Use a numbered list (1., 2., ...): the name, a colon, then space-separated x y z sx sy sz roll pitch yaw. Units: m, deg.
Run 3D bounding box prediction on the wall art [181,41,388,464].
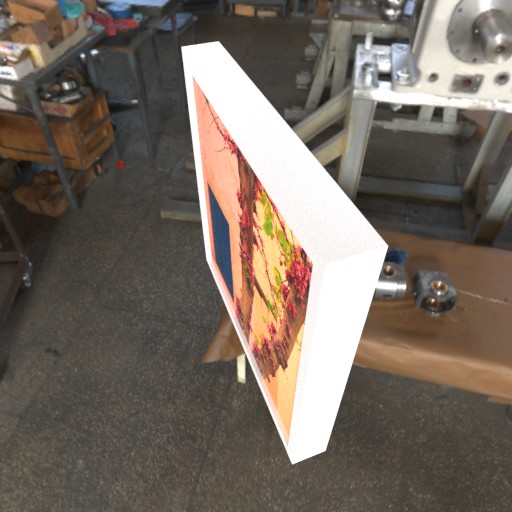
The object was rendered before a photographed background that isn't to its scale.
1. wall art: 0.000 0.000 0.444 0.038 0.302 0.305 -15 48 -14
